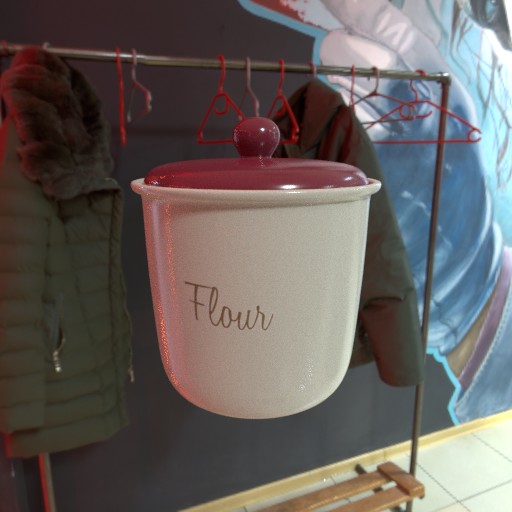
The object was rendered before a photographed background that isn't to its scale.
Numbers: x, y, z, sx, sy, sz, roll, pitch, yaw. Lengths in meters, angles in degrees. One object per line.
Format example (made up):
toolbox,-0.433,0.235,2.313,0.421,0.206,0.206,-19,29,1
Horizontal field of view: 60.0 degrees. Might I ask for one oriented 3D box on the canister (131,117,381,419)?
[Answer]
canister,0.000,0.000,0.347,0.182,0.208,0.182,0,14,0
